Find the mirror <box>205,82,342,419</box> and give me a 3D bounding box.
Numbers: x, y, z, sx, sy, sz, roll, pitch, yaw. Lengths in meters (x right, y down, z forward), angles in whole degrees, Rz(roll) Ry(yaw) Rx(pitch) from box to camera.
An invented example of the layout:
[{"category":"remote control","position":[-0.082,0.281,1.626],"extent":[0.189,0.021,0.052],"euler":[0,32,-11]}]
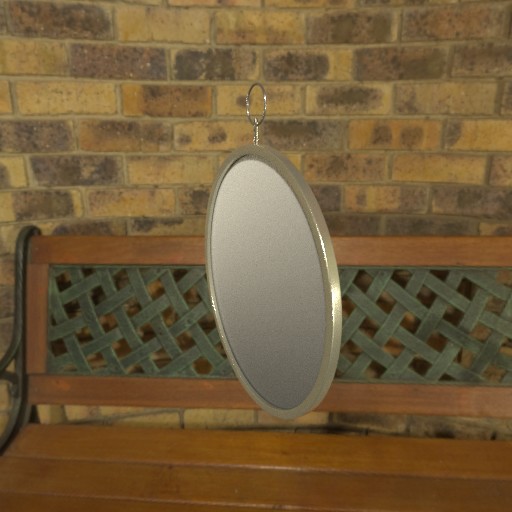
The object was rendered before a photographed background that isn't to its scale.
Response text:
[{"category":"mirror","position":[0.000,0.000,0.973],"extent":[0.020,0.713,0.594],"euler":[-8,17,-26]}]
